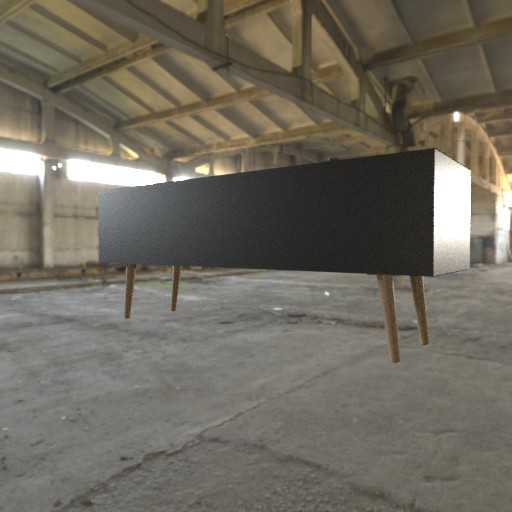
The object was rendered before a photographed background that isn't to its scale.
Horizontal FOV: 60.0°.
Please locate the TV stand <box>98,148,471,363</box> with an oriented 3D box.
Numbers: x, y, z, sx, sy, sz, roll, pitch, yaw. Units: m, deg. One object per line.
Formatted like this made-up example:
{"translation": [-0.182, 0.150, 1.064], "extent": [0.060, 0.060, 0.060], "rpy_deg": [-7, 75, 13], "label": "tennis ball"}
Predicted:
{"translation": [0.000, 0.000, 1.559], "extent": [1.312, 0.518, 0.390], "rpy_deg": [1, 2, 37], "label": "TV stand"}
